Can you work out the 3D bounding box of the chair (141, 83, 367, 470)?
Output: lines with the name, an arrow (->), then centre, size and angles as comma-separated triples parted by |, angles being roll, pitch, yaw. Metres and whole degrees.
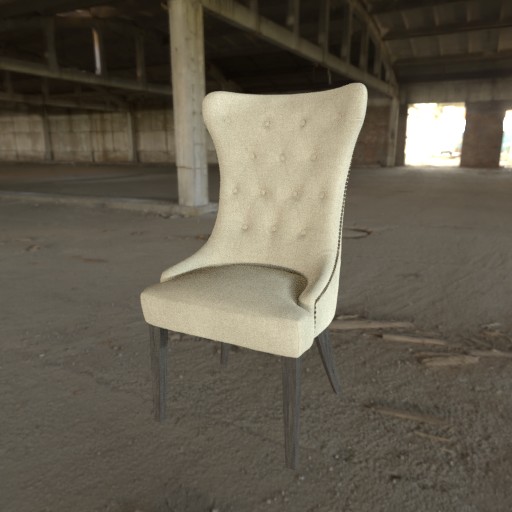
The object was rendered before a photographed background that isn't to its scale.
chair -> 0.000, 0.000, 1.435 | 0.584, 1.065, 0.590 | 7, 16, 26
